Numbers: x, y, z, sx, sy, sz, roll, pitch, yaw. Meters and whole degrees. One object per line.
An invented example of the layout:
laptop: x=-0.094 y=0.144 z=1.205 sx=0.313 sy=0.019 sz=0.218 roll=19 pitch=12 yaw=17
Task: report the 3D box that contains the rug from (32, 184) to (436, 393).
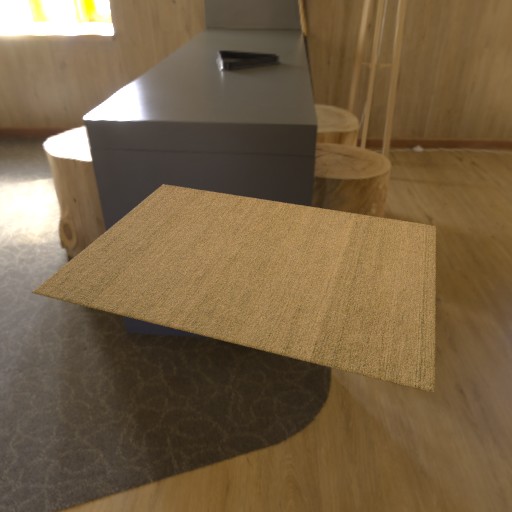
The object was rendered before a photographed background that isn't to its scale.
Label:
rug: x=0.000 y=0.000 z=5.125 sx=3.935 sy=0.025 sz=2.782 roll=11 pitch=35 yaw=16
